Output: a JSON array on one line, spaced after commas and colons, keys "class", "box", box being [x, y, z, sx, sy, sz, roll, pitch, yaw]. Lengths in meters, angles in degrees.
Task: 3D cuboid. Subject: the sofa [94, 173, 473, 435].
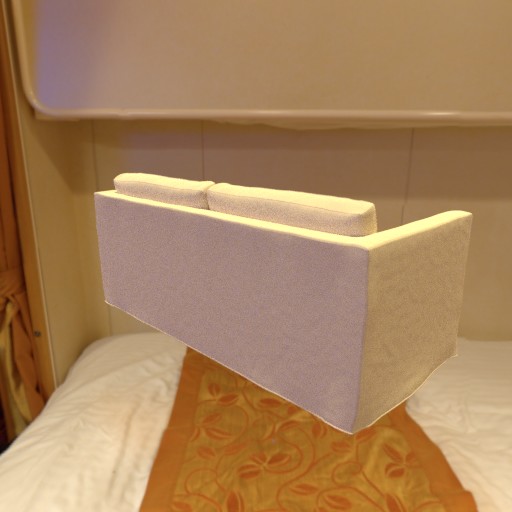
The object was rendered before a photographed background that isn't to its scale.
[{"class": "sofa", "box": [0.000, 0.000, 2.484, 1.987, 0.870, 0.940, 15, 22, 43]}]
